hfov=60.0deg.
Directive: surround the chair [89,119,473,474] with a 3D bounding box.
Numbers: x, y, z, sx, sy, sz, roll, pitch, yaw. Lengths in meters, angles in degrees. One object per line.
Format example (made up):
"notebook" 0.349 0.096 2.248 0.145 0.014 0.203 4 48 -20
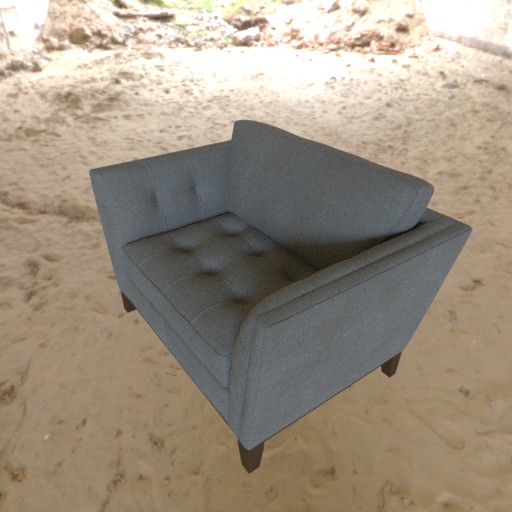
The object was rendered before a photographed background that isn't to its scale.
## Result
"chair" 0.000 0.000 2.017 0.965 0.942 1.396 -21 38 -30
